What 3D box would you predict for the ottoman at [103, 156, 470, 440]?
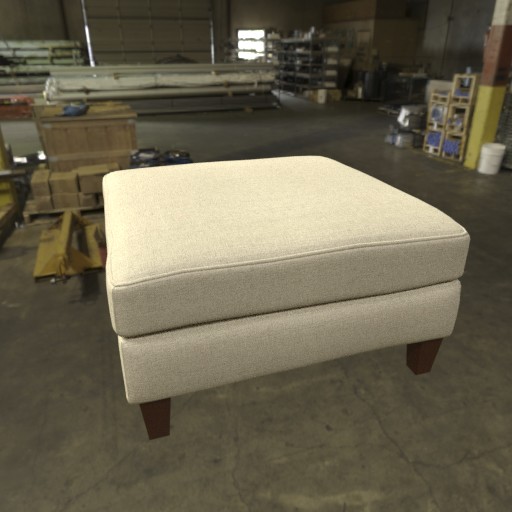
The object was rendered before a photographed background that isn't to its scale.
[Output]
[{"bbox_3d":[0.000,0.000,1.341,0.838,0.478,0.838,-8,26,-16],"label":"ottoman"}]
